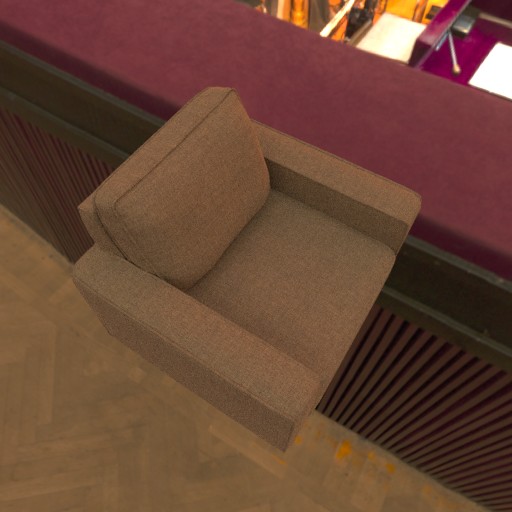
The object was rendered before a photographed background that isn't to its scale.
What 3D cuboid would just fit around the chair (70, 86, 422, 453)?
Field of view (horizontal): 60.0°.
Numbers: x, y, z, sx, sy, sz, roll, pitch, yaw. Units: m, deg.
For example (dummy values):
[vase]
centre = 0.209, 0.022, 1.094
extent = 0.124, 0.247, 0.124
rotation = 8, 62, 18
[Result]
[chair]
centre = 0.000, 0.000, 1.727
extent = 0.940, 0.914, 1.016
rotation = 28, 62, 16
